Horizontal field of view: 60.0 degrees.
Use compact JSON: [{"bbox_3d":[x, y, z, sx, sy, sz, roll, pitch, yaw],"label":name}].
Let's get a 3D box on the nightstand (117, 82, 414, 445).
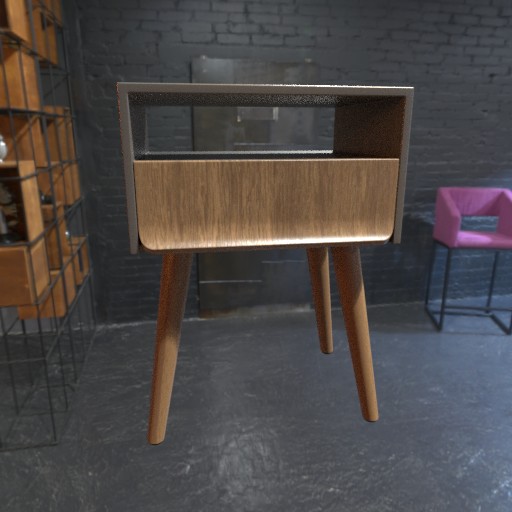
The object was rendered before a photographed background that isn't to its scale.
[{"bbox_3d":[0.000,0.000,0.736,0.370,0.508,0.288,-2,16,-9],"label":"nightstand"}]
